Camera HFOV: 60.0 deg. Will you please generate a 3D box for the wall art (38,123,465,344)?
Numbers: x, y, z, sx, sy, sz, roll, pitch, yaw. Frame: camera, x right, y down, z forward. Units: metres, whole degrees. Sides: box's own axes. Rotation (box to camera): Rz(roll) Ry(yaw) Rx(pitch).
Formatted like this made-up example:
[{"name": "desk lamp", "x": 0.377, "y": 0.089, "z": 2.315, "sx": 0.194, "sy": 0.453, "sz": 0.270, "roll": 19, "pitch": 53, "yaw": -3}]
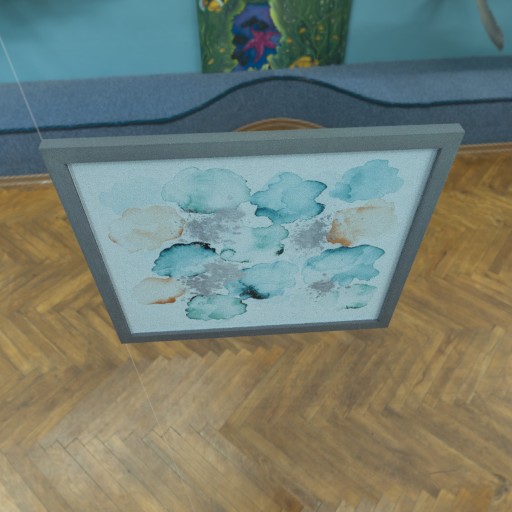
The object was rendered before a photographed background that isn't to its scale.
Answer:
[{"name": "wall art", "x": 0.000, "y": 0.000, "z": 0.898, "sx": 0.660, "sy": 0.558, "sz": 0.026, "roll": -3, "pitch": 48, "yaw": -3}]
